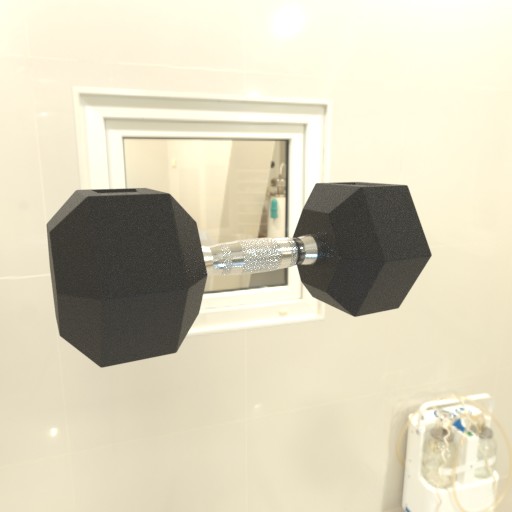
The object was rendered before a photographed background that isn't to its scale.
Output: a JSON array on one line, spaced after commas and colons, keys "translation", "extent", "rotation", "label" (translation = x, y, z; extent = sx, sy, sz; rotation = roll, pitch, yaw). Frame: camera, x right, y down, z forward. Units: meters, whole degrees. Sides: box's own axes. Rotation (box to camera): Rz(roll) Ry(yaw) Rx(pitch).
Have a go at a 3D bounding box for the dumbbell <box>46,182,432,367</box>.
[{"translation": [0.000, 0.000, 0.402], "extent": [0.337, 0.123, 0.142], "rotation": [-6, 14, -26], "label": "dumbbell"}]
